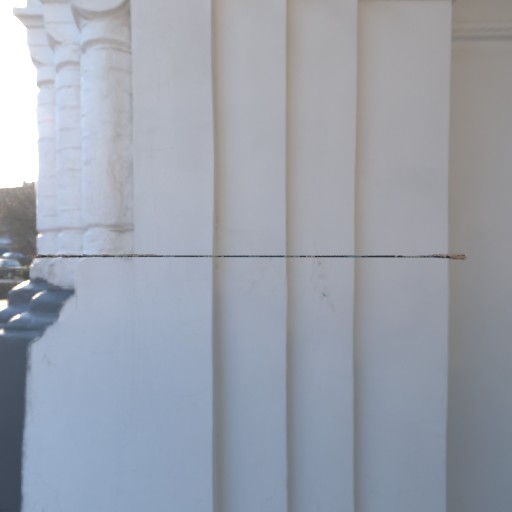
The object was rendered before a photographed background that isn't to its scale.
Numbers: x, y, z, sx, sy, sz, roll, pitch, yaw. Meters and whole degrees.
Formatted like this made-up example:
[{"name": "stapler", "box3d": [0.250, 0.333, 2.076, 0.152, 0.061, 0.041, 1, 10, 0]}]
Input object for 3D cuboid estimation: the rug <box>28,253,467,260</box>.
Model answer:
[{"name": "rug", "box3d": [0.000, 0.000, 2.398, 1.936, 0.028, 1.181, 0, 0, 17]}]
